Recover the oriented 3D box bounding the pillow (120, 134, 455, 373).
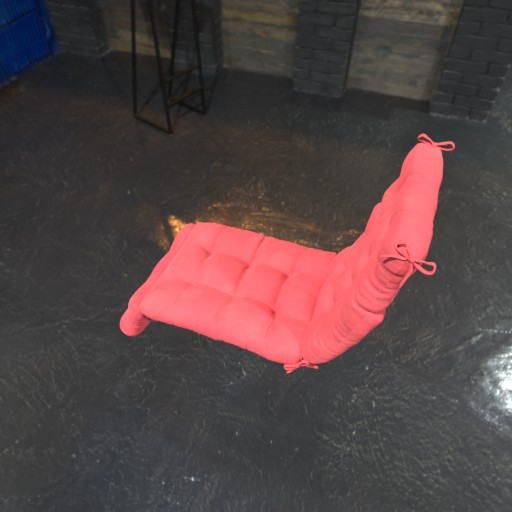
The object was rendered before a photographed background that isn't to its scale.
[{"bbox_3d":[0.000,0.000,1.515,1.016,0.863,0.526,16,49,14],"label":"pillow"}]
